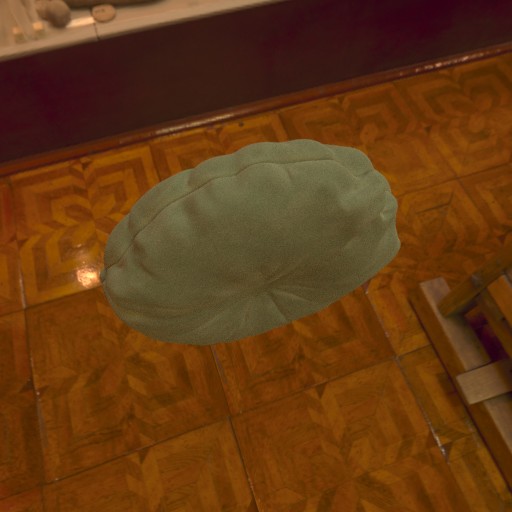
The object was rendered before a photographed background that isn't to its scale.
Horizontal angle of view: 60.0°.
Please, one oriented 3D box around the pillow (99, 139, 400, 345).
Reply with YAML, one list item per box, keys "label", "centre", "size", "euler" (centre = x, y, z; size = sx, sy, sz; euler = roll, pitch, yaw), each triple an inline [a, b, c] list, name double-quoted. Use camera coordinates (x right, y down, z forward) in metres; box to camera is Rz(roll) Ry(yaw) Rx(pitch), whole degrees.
- label: "pillow"
  centre: [0.000, 0.000, 0.635]
  size: [0.428, 0.407, 0.148]
  euler: [-15, 64, -8]
